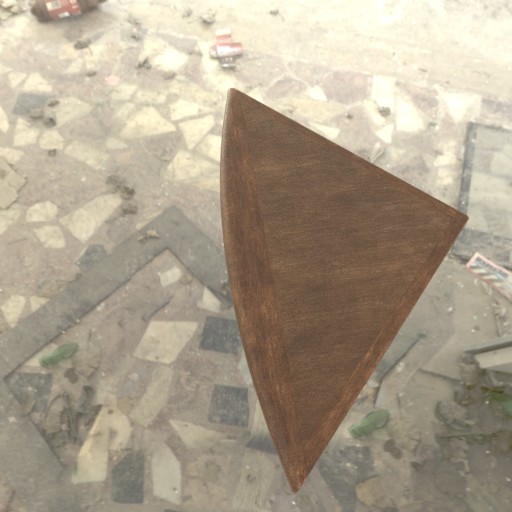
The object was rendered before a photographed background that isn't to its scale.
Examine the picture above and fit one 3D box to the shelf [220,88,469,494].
[{"bbox_3d":[0.000,0.000,0.456,0.310,0.050,0.310,34,69,15],"label":"shelf"}]
